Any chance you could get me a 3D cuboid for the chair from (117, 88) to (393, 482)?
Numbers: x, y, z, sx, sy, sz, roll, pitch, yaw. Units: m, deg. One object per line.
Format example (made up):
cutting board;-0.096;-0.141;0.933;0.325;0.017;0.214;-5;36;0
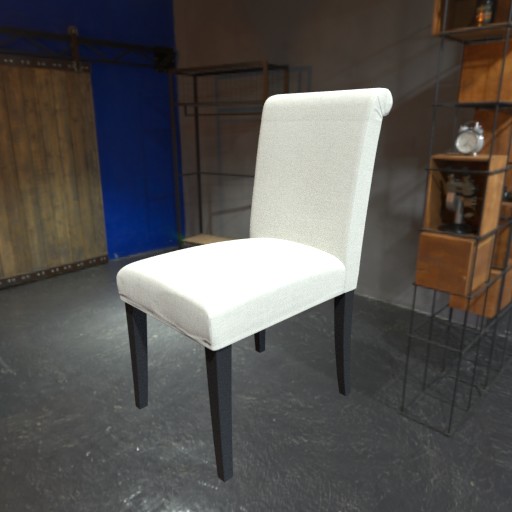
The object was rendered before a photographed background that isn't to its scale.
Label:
chair;0.000;0.000;1.360;0.708;0.976;0.452;-15;22;-42
